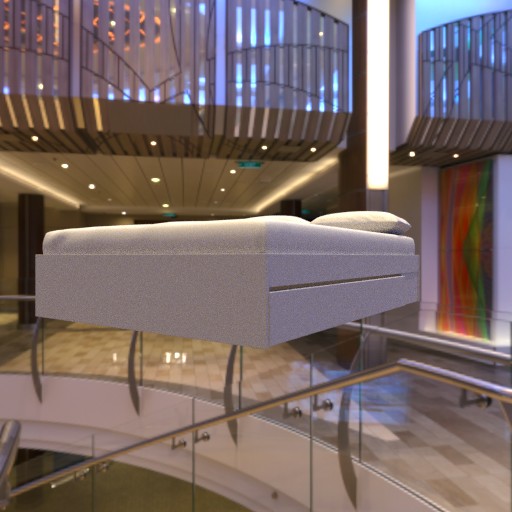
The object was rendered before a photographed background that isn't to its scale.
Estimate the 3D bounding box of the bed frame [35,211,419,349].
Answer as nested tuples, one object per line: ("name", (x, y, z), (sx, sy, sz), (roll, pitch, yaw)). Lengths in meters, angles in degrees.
("bed frame", (0.000, 0.000, 2.698), (1.450, 0.629, 1.950), (0, 0, 35))
